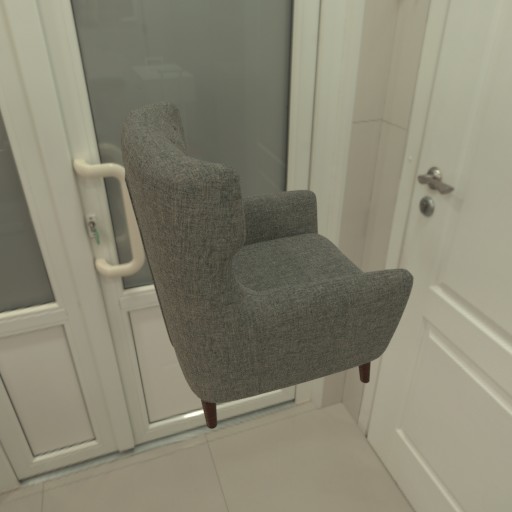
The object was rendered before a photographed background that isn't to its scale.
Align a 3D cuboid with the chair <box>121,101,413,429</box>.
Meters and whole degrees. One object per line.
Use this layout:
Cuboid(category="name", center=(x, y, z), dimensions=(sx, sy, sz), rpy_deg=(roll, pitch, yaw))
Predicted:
Cuboid(category="chair", center=(0.000, 0.000, 1.763), dimensions=(0.904, 1.063, 0.878), rpy_deg=(-10, 32, -17))
